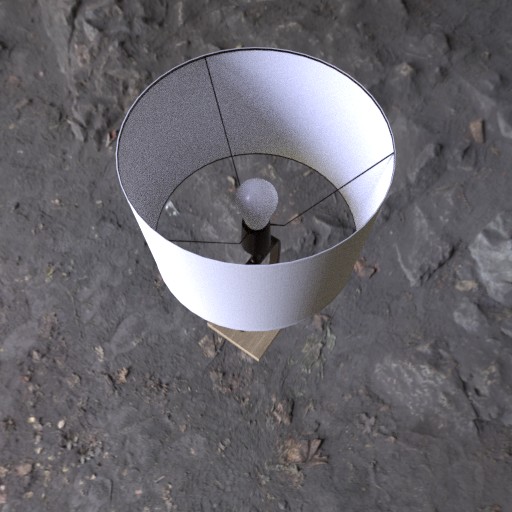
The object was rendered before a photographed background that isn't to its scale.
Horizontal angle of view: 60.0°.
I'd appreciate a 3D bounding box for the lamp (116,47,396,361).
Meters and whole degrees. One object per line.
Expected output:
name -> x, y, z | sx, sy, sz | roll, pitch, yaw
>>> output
lamp -> 0.000, 0.000, 0.671 | 0.279, 0.508, 0.279 | 32, 67, 15
